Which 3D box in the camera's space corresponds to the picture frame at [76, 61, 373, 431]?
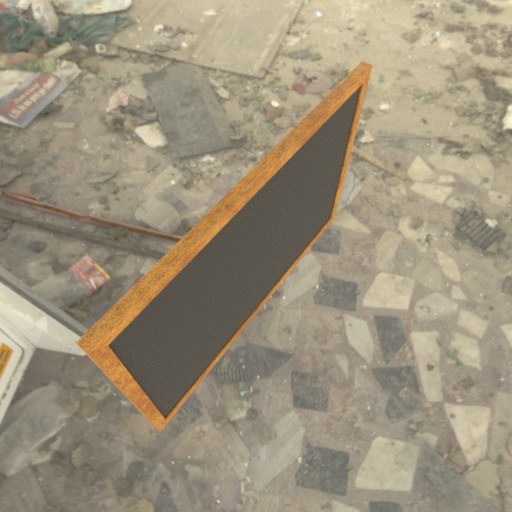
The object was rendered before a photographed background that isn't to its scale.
[{"bbox_3d":[0.000,0.000,1.162,0.029,0.621,0.922,32,63,19],"label":"picture frame"}]
